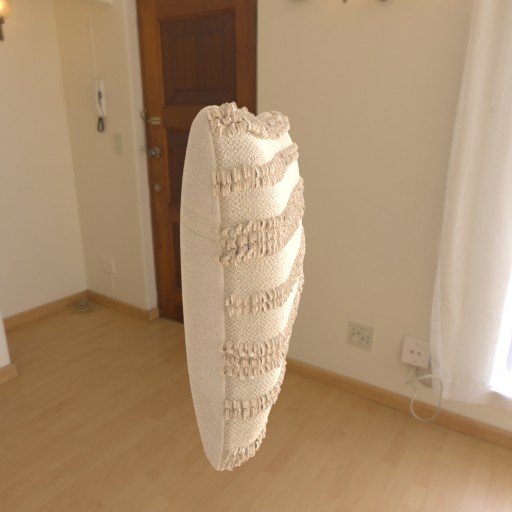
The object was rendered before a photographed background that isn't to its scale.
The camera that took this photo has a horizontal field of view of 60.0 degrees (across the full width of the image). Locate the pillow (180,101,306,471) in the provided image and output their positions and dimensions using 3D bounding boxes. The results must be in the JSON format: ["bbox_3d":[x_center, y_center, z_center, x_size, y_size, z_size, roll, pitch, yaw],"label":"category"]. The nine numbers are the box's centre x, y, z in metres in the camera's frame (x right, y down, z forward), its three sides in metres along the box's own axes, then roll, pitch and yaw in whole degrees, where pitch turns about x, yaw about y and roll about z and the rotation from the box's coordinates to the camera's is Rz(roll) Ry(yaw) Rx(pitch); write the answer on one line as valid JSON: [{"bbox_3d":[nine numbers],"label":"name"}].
[{"bbox_3d":[0.000,0.000,0.664,0.145,0.427,0.437,3,18,9],"label":"pillow"}]
